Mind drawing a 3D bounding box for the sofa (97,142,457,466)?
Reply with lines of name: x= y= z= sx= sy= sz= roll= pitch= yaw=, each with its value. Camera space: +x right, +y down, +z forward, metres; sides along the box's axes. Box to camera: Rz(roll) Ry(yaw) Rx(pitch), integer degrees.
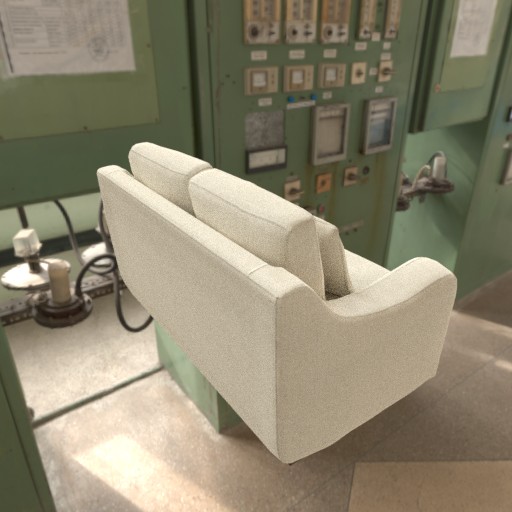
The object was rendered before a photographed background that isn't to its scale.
sofa: x=0.000 y=0.000 z=2.317 sx=1.040 sy=1.047 sz=1.744 roll=-18 pitch=32 yaw=-31
